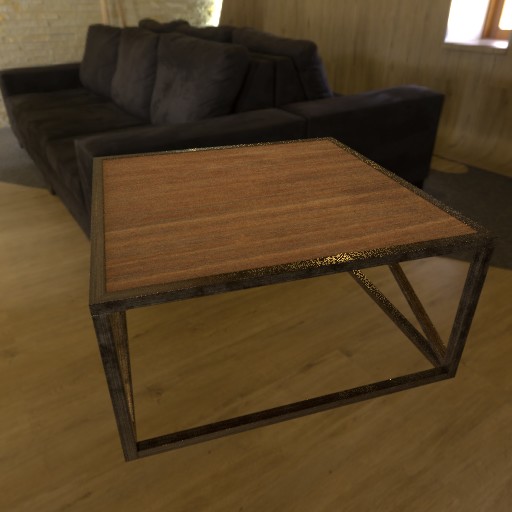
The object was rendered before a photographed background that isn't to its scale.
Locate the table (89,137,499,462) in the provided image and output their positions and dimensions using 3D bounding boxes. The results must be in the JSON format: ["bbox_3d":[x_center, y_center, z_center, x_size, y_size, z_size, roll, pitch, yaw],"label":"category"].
[{"bbox_3d":[0.000,0.000,1.399,0.909,0.451,0.899,-9,31,-15],"label":"table"}]
